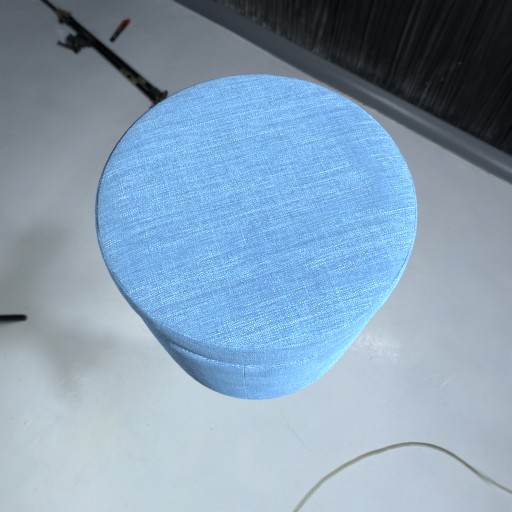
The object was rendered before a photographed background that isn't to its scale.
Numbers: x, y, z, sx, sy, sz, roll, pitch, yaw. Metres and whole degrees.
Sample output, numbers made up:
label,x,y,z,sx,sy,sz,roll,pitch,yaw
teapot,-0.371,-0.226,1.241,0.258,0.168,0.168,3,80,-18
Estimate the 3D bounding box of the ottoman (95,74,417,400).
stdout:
label,x,y,z,sx,sy,sz,roll,pitch,yaw
ottoman,0.000,0.000,0.709,0.398,0.406,0.398,0,65,0
